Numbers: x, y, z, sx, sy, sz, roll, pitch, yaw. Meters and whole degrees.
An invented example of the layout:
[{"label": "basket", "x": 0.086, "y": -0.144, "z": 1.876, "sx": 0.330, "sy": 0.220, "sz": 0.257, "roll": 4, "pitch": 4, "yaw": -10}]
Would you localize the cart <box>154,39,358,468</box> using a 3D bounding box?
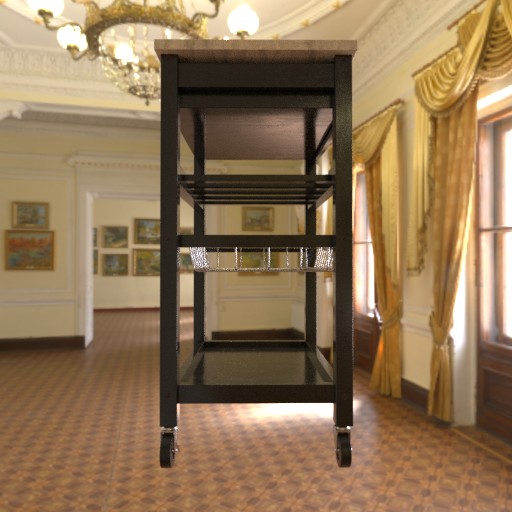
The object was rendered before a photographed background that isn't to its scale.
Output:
[{"label": "cart", "x": 0.000, "y": 0.000, "z": 1.142, "sx": 0.403, "sy": 0.839, "sz": 0.584, "roll": 0, "pitch": -1, "yaw": 0}]
